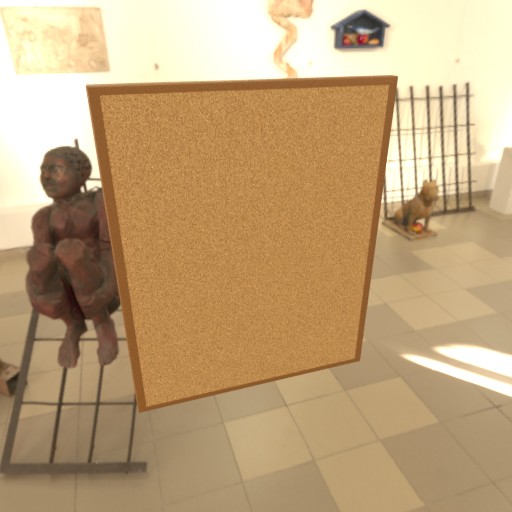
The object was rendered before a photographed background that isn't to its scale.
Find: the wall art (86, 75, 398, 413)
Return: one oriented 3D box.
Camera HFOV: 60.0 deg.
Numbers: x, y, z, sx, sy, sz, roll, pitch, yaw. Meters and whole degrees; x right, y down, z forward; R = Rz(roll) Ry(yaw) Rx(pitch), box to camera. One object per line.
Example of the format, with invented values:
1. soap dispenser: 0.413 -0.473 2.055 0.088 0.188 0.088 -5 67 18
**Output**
1. wall art: 0.000 0.000 0.511 0.310 0.379 0.015 -8 28 -16
